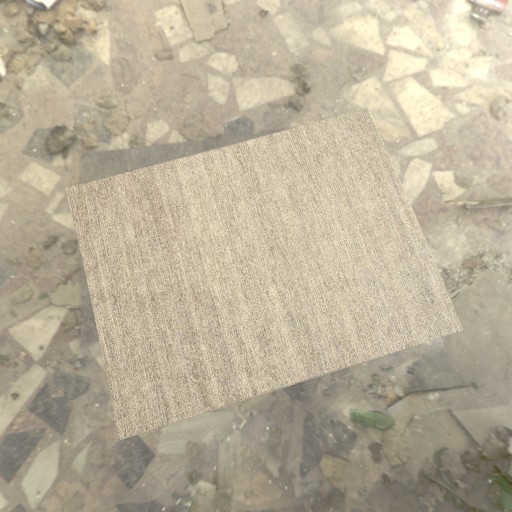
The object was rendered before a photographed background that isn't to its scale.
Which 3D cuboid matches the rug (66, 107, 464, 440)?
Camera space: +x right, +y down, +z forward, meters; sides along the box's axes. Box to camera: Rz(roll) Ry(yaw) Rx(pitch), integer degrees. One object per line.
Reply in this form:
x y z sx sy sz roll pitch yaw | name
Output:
0.000 0.000 4.186 3.202 0.045 2.434 -16 75 -5 | rug
